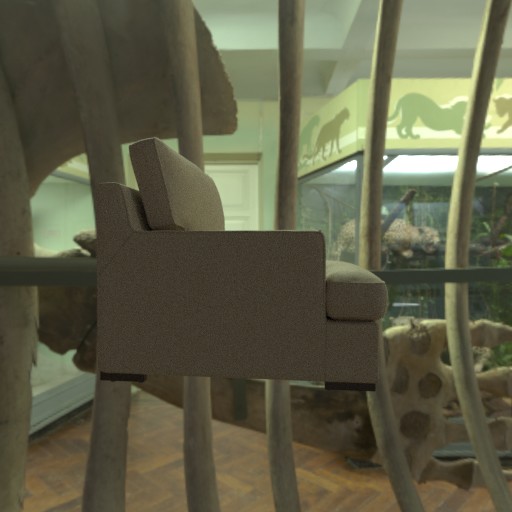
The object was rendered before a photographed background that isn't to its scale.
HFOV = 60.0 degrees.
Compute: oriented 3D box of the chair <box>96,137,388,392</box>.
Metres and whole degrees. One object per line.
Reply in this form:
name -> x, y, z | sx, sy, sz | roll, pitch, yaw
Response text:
chair -> 0.000, 0.000, 2.255 | 1.274, 1.005, 1.293 | 0, 0, 0
